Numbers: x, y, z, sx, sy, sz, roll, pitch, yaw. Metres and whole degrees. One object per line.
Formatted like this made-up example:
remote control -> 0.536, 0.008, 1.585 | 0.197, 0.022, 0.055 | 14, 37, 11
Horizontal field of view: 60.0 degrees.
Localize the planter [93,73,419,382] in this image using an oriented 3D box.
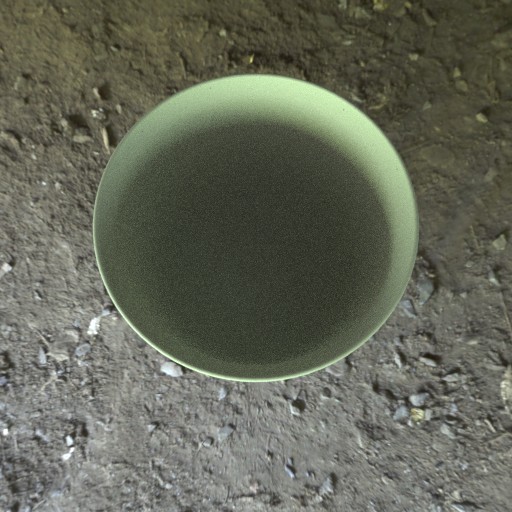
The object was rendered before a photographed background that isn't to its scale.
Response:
planter -> 0.000, 0.000, 0.380 | 0.204, 0.214, 0.204 | 0, 75, 0
